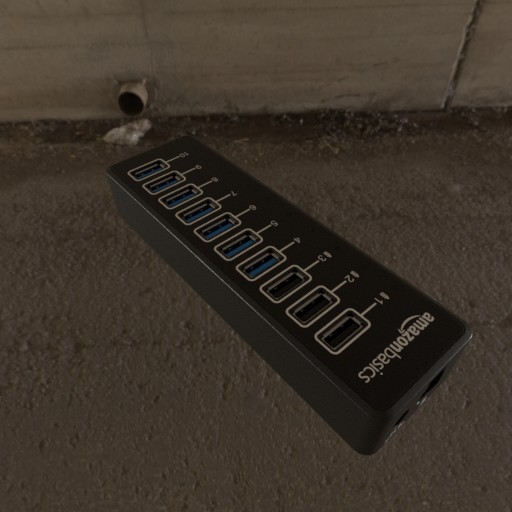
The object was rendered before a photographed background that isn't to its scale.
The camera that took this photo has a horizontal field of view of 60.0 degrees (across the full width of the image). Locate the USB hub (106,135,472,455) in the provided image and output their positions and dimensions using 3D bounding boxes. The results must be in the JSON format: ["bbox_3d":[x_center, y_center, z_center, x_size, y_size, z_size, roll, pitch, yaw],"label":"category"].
[{"bbox_3d":[0.000,0.000,0.163,0.044,0.023,0.145,-32,53,-27],"label":"USB hub"}]
